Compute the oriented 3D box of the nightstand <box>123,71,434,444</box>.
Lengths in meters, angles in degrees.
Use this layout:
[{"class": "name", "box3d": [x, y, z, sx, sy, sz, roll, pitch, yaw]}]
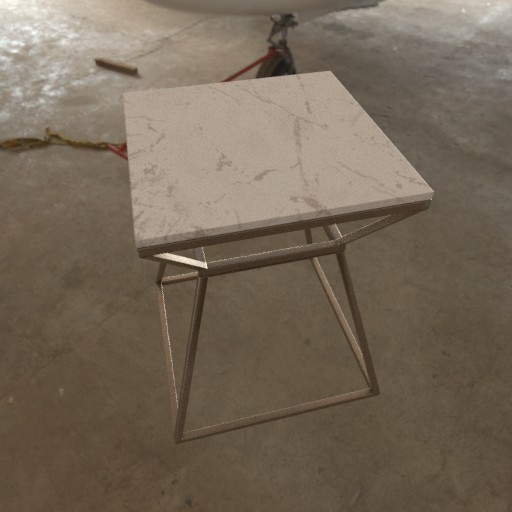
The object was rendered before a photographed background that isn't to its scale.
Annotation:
[{"class": "nightstand", "box3d": [0.000, 0.000, 0.909, 0.455, 0.554, 0.455, -10, 47, -10]}]
